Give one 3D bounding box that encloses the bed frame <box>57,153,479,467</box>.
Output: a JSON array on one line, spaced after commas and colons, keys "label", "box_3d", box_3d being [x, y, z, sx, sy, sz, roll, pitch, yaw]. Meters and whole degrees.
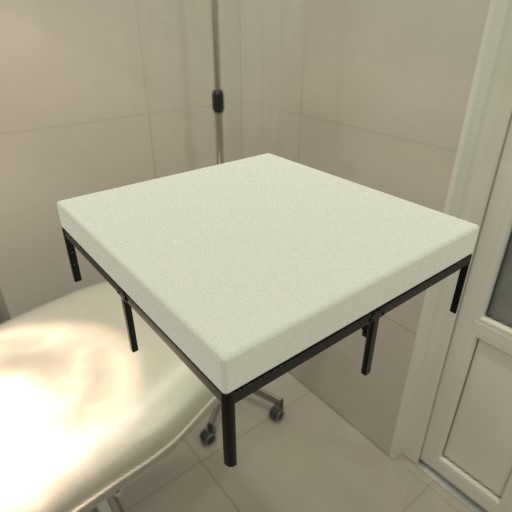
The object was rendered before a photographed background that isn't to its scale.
[{"label": "bed frame", "box_3d": [0.000, 0.000, 3.089, 1.963, 0.659, 2.079, -21, 35, -33]}]
